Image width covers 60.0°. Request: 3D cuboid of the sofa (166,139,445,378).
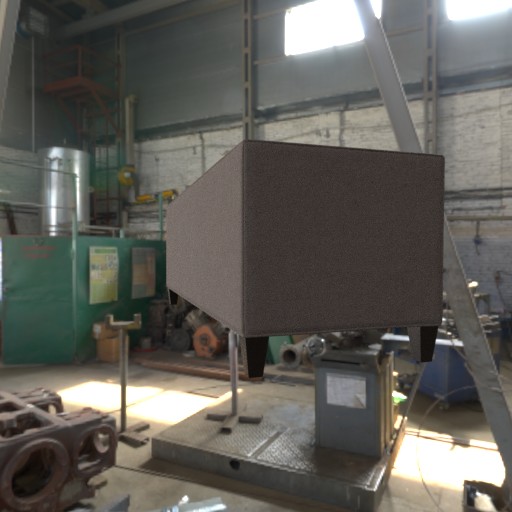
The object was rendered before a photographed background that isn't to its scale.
[{"bbox_3d":[0.000,0.000,2.525,0.775,0.762,2.159,0,1,-18],"label":"sofa"}]
